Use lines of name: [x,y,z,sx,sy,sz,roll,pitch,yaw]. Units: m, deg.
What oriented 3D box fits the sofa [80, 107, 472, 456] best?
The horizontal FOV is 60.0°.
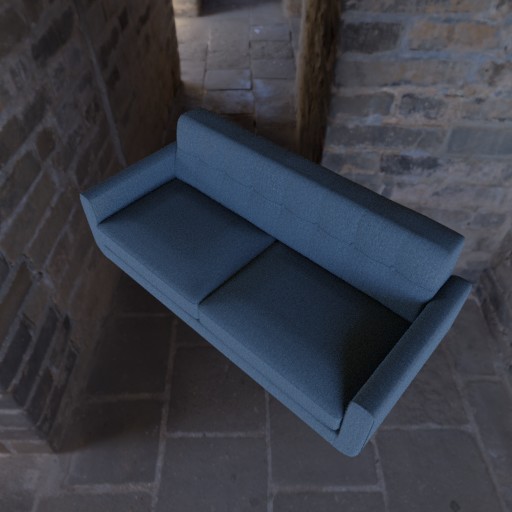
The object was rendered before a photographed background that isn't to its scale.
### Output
sofa: [0.000,0.000,2.523,2.055,0.884,0.942,33,55,27]
